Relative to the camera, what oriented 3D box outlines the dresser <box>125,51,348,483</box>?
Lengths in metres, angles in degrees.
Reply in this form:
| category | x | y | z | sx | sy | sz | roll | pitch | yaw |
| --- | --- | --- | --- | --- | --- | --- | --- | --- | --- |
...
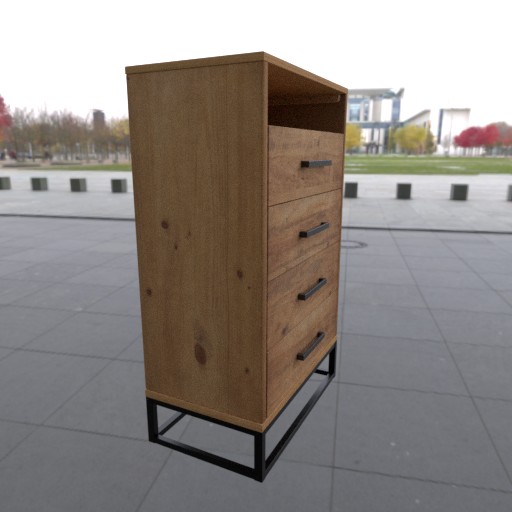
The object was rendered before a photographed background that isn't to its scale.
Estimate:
| category | x | y | z | sx | sy | sz | roll | pitch | yaw |
| --- | --- | --- | --- | --- | --- | --- | --- | --- | --- |
| dresser | 0.000 | 0.000 | 1.652 | 0.479 | 1.240 | 0.761 | 7 | 15 | 26 |
